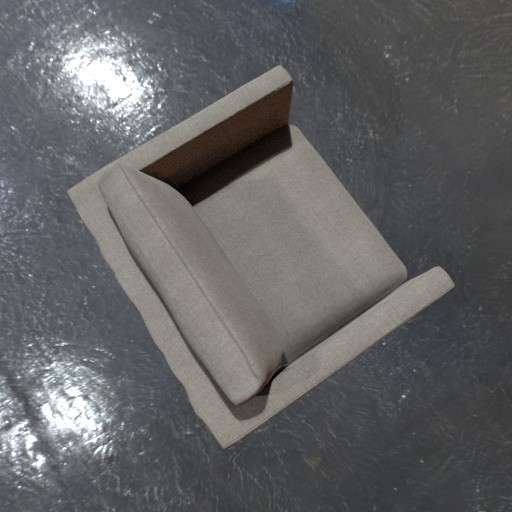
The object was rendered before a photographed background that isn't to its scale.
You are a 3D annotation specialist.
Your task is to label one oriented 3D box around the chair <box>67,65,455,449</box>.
[{"bbox_3d":[0.000,0.000,1.758,0.949,0.863,1.057,-33,78,-8],"label":"chair"}]
